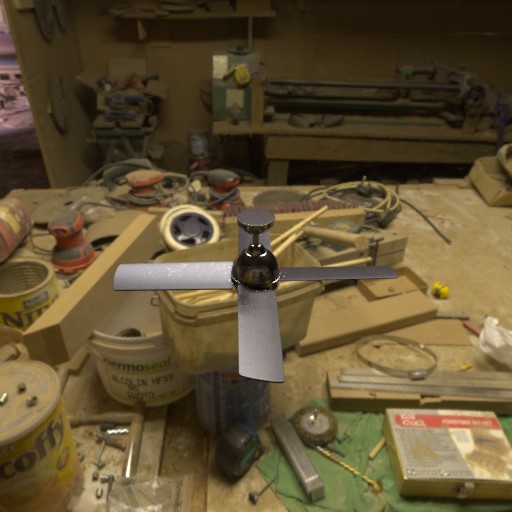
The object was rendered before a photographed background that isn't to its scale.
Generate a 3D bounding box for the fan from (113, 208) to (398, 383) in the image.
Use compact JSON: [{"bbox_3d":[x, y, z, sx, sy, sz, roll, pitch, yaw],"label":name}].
[{"bbox_3d":[0.000,0.000,2.049,1.332,0.403,1.332,-1,31,-2],"label":"fan"}]
